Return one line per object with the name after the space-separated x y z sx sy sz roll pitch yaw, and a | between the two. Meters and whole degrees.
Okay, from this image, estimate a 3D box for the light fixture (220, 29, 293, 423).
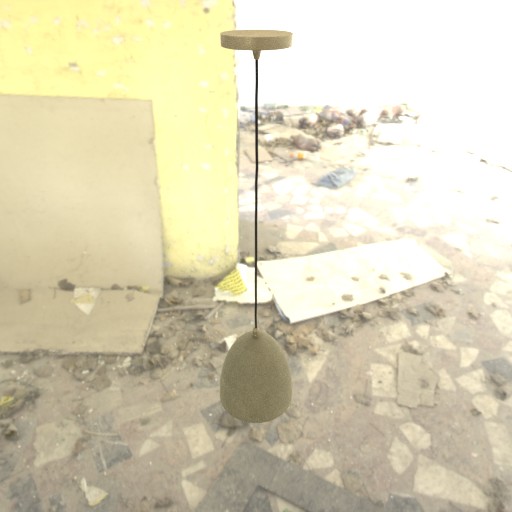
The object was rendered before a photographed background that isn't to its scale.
0.000 0.000 0.841 0.170 0.759 0.170 10 34 16 | light fixture
